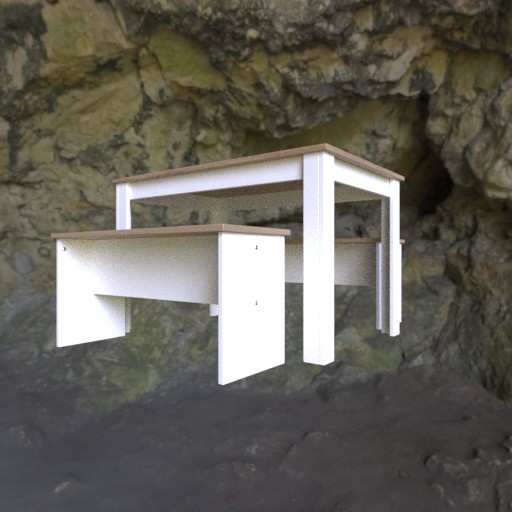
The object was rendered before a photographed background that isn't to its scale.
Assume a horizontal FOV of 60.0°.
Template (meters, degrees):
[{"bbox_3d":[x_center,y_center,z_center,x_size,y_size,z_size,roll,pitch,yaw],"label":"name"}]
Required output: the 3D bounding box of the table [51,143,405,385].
[{"bbox_3d":[0.000,0.000,1.999,1.100,0.700,1.443,0,0,37],"label":"table"}]
